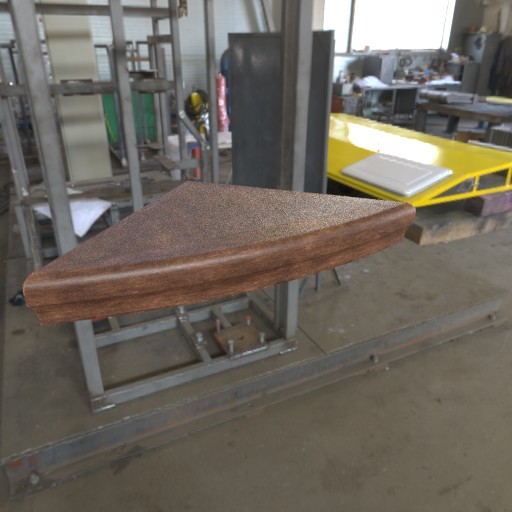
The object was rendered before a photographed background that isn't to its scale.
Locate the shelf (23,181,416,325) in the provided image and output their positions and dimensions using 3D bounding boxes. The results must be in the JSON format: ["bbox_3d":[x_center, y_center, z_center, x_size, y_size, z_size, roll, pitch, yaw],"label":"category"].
[{"bbox_3d":[0.000,0.000,0.464,0.310,0.050,0.310,8,27,17],"label":"shelf"}]
